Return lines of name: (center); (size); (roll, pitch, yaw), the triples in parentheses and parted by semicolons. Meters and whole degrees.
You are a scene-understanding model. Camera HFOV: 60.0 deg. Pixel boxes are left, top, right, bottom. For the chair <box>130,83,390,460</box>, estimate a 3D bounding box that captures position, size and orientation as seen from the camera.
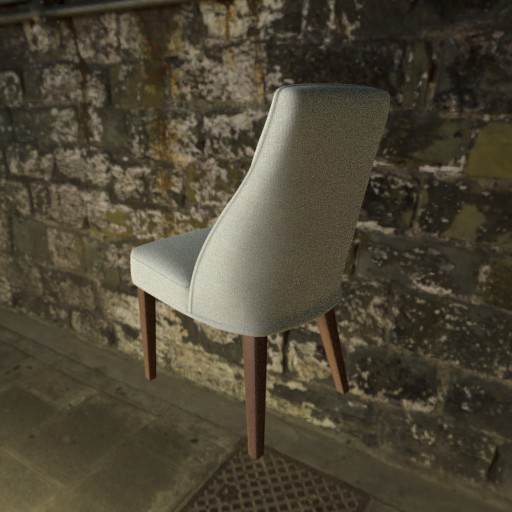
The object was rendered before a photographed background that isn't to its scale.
chair: (0.000, 0.000, 1.300); (0.500, 0.930, 0.620); (-18, 26, -41)
